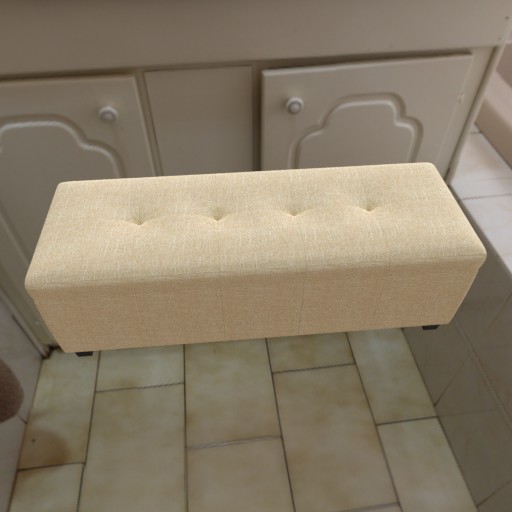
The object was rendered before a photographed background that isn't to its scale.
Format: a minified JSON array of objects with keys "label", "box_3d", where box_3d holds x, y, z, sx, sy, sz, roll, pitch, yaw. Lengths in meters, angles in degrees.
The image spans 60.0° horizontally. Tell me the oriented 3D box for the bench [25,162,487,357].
[{"label":"bench","box_3d":[0.000,0.000,1.414,1.219,0.406,0.432,-4,47,-3]}]
